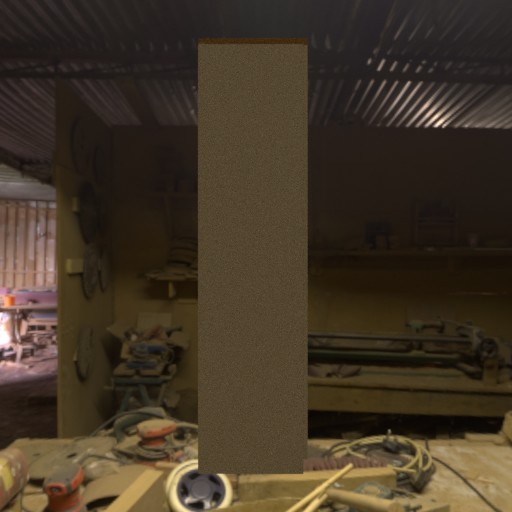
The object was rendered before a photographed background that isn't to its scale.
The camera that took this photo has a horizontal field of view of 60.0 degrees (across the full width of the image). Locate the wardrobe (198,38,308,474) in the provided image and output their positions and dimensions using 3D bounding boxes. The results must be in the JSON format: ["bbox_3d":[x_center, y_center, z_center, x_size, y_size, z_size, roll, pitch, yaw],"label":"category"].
[{"bbox_3d":[0.000,0.000,3.378,0.590,2.260,2.160,0,0,0],"label":"wardrobe"}]
